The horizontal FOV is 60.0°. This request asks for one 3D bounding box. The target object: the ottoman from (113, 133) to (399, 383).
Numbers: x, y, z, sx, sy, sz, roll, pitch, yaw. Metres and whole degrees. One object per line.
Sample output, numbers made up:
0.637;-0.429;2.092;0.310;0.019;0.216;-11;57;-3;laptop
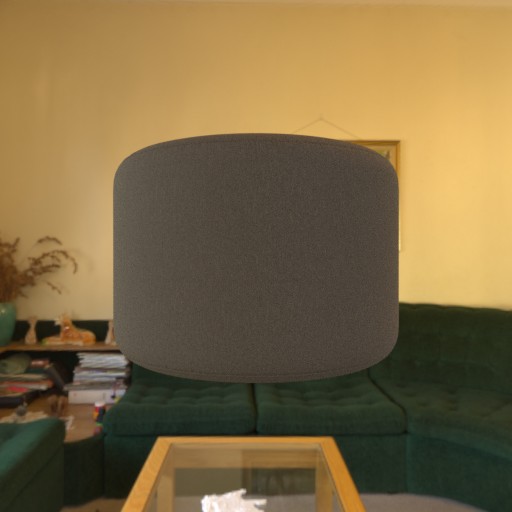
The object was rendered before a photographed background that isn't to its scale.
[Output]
0.000;0.000;0.991;0.608;0.433;0.608;0;0;0;ottoman
